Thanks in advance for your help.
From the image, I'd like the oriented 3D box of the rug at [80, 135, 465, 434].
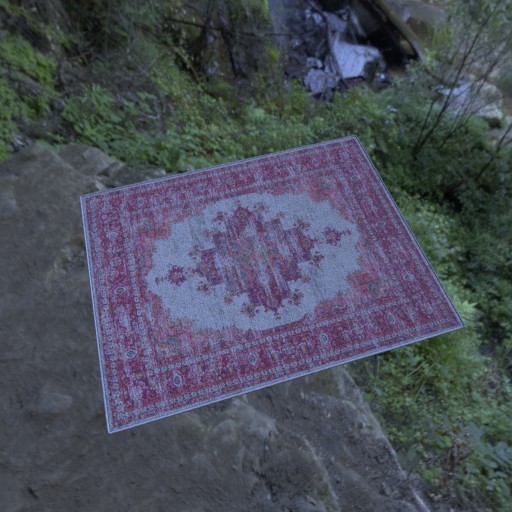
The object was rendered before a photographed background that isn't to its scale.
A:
[{"bbox_3d":[0.000,0.000,4.257,3.123,0.017,2.447,-14,60,-8],"label":"rug"}]
